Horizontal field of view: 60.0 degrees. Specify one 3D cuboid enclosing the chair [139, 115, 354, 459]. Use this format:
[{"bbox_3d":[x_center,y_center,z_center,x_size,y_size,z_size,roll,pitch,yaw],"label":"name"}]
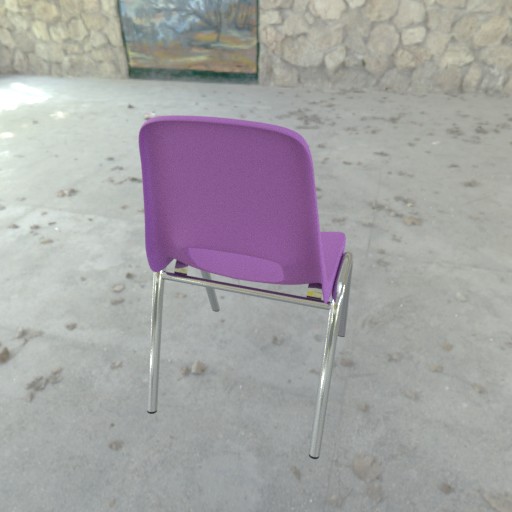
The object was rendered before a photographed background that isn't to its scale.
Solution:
[{"bbox_3d":[0.000,0.000,0.694,0.291,0.493,0.301,9,32,15],"label":"chair"}]
